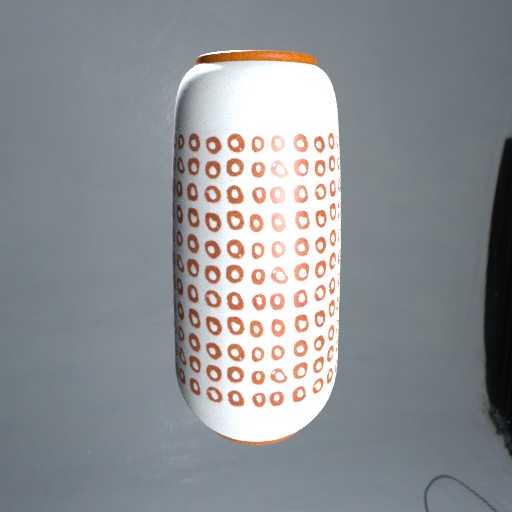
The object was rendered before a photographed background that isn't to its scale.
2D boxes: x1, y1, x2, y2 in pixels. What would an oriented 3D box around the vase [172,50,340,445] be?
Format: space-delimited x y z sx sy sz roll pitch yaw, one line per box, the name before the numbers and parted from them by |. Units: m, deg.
vase | 0.000 0.000 0.345 0.133 0.282 0.133 0 17 0
